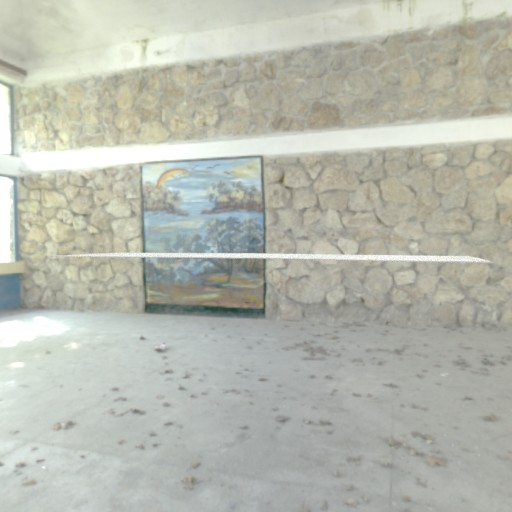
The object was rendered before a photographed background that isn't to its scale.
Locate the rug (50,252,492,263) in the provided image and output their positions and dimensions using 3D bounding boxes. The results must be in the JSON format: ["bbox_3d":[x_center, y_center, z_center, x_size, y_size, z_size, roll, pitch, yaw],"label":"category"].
[{"bbox_3d":[0.000,0.000,2.570,2.346,0.013,0.712,1,2,18],"label":"rug"}]
